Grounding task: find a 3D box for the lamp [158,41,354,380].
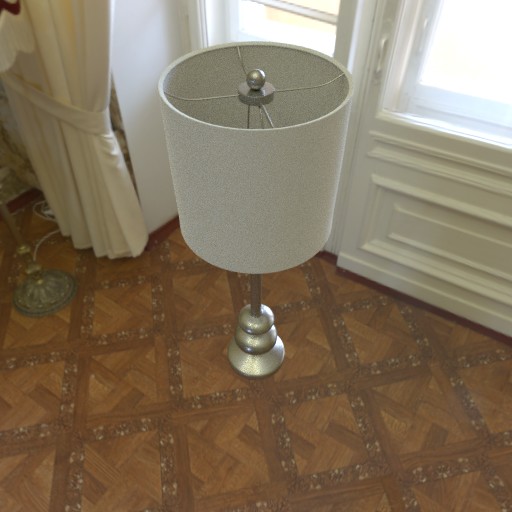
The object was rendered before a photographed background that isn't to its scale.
[{"bbox_3d":[0.000,0.000,0.817,0.254,0.690,0.254,-9,47,-9],"label":"lamp"}]
